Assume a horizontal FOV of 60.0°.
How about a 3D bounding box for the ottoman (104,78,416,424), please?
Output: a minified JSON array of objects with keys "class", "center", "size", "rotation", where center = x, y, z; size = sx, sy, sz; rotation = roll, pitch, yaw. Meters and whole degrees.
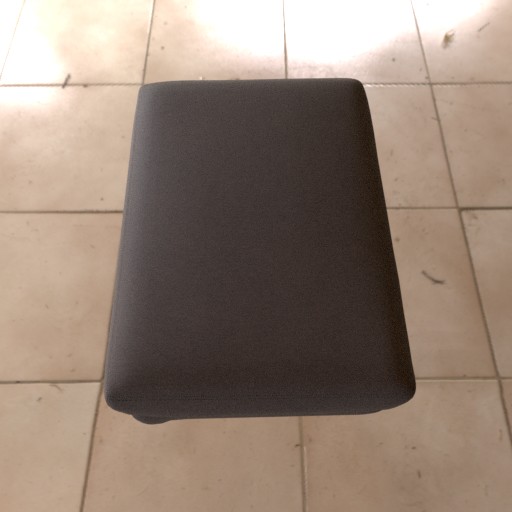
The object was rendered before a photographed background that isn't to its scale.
[{"class":"ottoman","center":[0.000,0.000,1.102],"size":[0.574,0.497,0.773],"rotation":[-1,65,-1]}]
